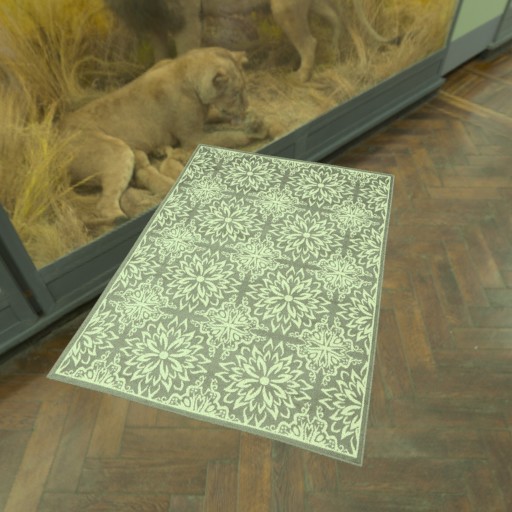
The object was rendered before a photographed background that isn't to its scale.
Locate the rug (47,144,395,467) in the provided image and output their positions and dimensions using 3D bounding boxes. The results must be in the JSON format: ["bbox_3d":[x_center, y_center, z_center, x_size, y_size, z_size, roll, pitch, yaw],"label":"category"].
[{"bbox_3d":[0.000,0.000,2.842,1.608,0.014,2.213,12,48,11],"label":"rug"}]
